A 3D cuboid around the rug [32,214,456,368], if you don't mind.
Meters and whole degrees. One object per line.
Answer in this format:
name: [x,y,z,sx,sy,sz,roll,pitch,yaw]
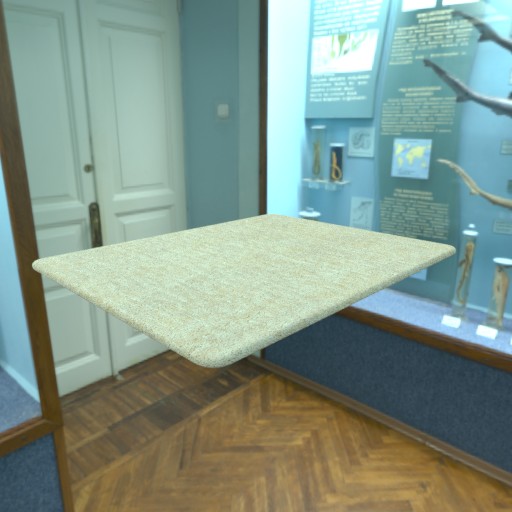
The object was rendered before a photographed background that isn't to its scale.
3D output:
rug: [0.000,0.000,3.296,2.009,0.048,2.528,15,22,42]
